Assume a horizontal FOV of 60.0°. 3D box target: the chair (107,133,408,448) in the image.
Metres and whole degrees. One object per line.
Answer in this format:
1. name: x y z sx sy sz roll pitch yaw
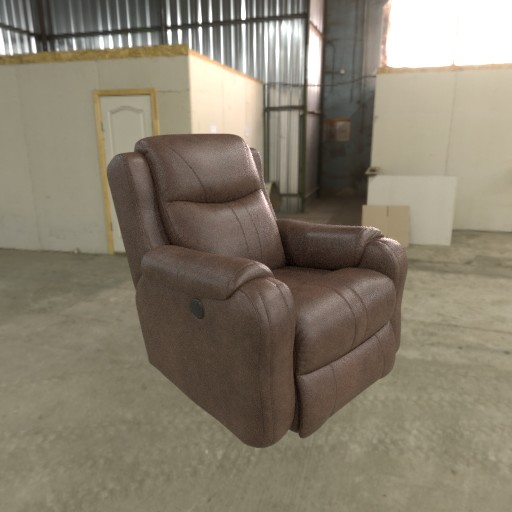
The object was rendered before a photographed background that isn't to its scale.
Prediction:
1. chair: 0.000 0.000 1.877 1.067 0.990 0.940 15 22 42
